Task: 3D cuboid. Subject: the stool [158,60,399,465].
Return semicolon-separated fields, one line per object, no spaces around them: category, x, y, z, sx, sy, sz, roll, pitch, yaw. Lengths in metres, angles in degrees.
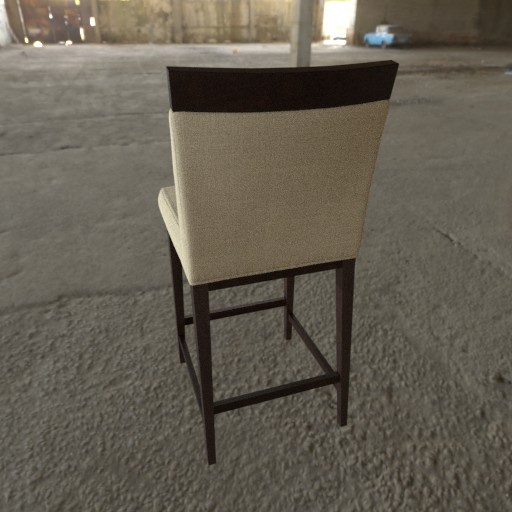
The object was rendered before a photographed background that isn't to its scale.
stool;0.000;0.000;1.357;0.511;1.117;0.531;-9;29;-16
